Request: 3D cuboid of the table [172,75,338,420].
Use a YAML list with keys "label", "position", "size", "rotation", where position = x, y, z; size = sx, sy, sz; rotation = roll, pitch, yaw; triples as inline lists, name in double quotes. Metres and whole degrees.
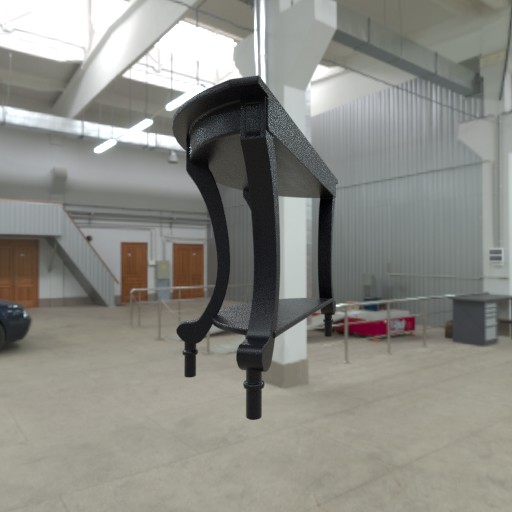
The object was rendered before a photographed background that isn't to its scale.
- label: "table"
  position: [0.000, 0.000, 1.487]
  size: [0.394, 0.692, 1.198]
  rotation: [0, -1, 18]
